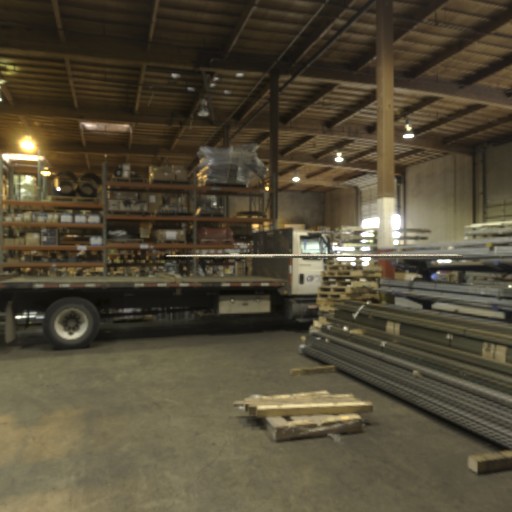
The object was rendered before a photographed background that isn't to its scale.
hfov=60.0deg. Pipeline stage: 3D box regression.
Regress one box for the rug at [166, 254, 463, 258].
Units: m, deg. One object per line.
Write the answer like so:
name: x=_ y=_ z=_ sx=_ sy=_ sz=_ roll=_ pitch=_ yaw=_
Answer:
rug: x=0.000 y=0.000 z=2.360 sx=0.662 sy=0.011 sz=2.196 roll=0 pitch=0 yaw=-19
